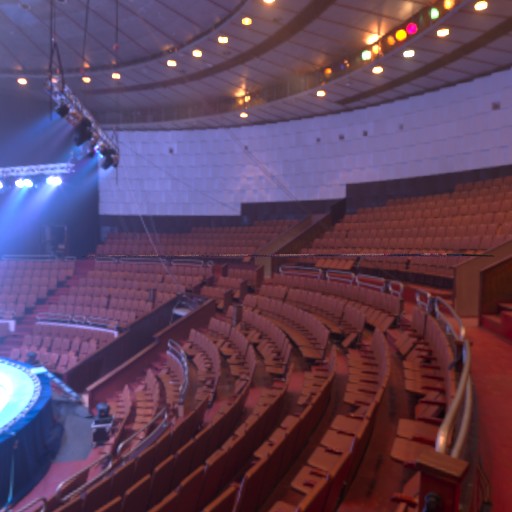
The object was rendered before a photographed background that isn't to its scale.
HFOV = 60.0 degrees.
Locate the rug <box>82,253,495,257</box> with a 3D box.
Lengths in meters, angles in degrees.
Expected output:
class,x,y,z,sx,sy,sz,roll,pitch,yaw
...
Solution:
class,x,y,z,sx,sy,sz,roll,pitch,yaw
rug,0.000,0.000,2.655,2.440,0.009,0.760,0,0,36
